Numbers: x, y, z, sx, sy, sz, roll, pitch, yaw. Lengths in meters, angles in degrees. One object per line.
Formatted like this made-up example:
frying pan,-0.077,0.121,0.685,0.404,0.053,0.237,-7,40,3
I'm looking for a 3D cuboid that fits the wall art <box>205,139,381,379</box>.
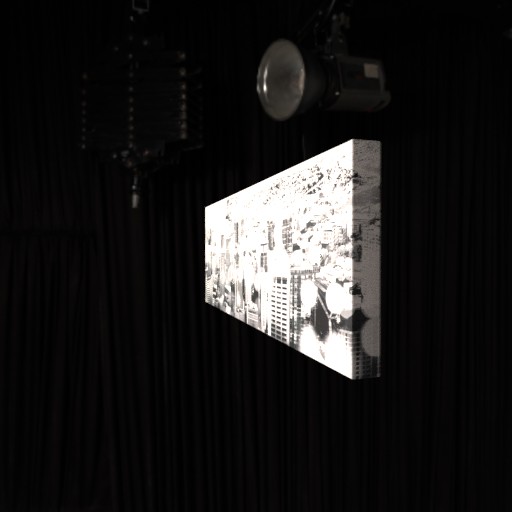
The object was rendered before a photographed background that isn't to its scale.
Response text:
wall art,0.000,0.000,0.837,0.038,0.255,0.763,0,1,-18
